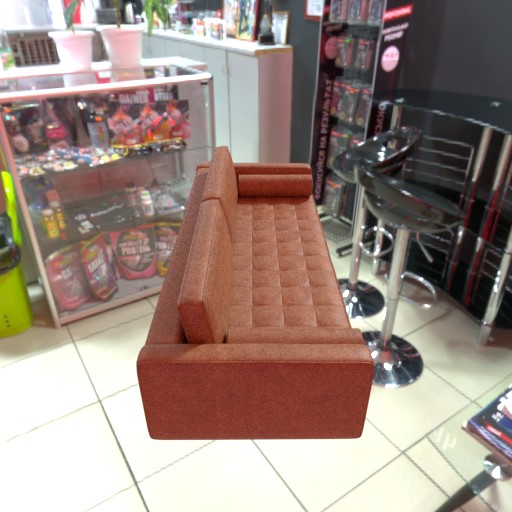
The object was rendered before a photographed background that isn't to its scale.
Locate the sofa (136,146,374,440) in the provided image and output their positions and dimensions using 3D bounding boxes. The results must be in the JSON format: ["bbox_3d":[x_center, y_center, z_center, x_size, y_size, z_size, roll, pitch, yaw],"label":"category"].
[{"bbox_3d":[0.000,0.000,2.655,0.919,0.770,2.200,0,31,0],"label":"sofa"}]
